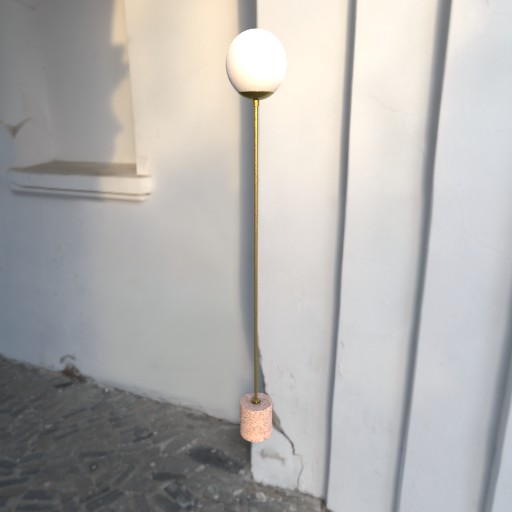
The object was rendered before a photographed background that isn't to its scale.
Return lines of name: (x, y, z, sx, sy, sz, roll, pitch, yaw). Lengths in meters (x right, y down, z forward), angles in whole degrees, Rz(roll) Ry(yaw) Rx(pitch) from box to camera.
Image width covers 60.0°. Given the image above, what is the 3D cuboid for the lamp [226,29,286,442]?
lamp: (0.000, 0.000, 1.884, 0.229, 1.748, 0.229, 14, 21, 41)
